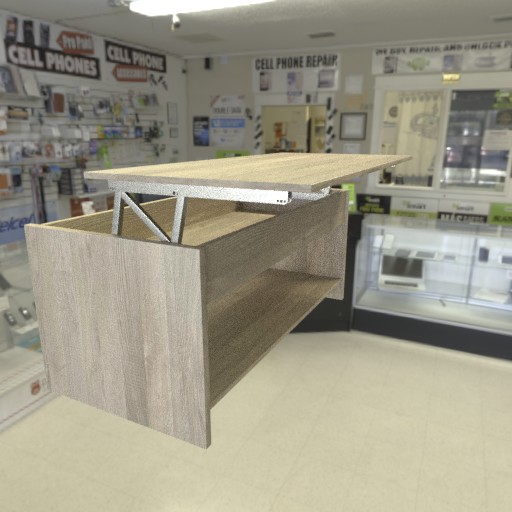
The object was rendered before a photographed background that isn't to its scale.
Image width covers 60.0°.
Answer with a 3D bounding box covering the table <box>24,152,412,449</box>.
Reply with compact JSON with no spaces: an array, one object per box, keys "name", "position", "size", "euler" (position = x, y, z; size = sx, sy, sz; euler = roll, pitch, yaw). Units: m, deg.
[{"name":"table","position":[0.000,0.000,1.351],"size":[0.712,0.570,1.000],"euler":[8,17,26]}]
